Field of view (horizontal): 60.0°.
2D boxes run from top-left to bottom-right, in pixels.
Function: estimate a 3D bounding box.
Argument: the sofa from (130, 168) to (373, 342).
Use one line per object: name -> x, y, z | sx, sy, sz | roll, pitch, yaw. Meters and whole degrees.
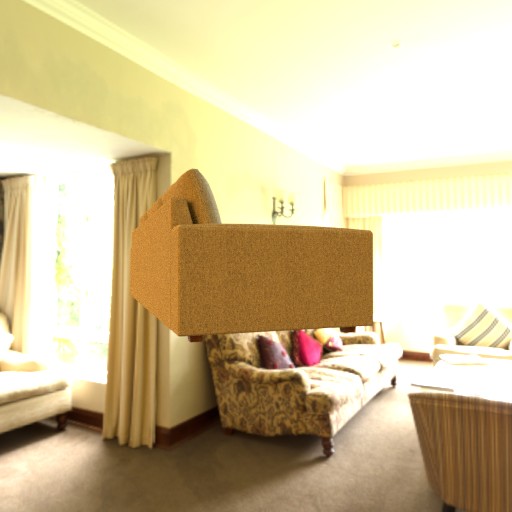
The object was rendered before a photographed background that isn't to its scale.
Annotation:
sofa -> 0.000, 0.000, 3.446 | 1.689, 0.813, 2.718 | 0, -1, -20
